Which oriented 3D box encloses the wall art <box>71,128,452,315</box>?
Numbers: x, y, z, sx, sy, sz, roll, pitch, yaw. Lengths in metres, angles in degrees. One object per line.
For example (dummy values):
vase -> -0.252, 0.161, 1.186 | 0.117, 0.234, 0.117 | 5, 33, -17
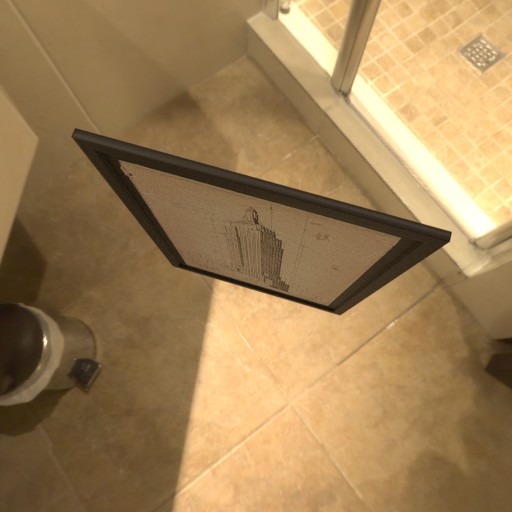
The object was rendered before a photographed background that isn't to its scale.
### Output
wall art -> 0.000, 0.000, 0.827 | 0.451, 0.661, 0.012 | 16, 76, 4
